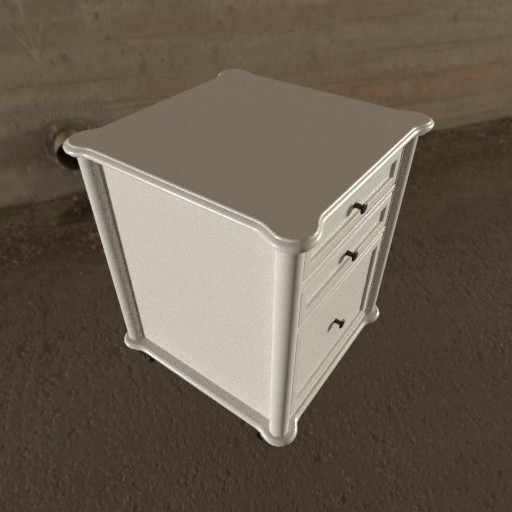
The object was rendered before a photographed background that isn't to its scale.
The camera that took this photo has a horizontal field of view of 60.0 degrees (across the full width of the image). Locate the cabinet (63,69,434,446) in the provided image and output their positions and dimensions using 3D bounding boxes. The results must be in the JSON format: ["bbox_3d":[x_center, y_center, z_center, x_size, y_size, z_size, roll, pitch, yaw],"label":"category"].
[{"bbox_3d":[0.000,0.000,1.244,0.627,0.761,0.628,25,47,27],"label":"cabinet"}]
